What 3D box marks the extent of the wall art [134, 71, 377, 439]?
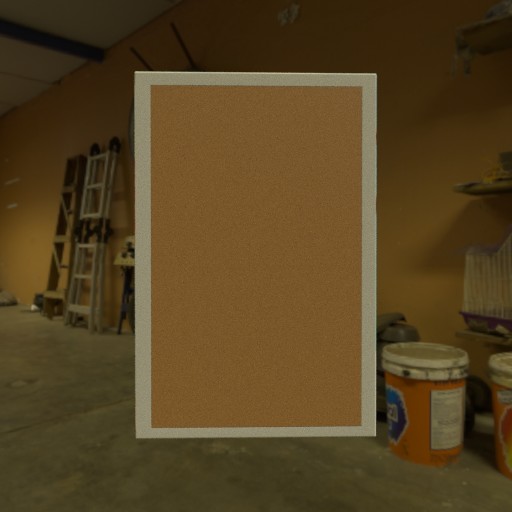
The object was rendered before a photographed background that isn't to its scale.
[{"bbox_3d":[0.000,0.000,1.126,0.605,0.915,0.037,0,1,-1],"label":"wall art"}]
